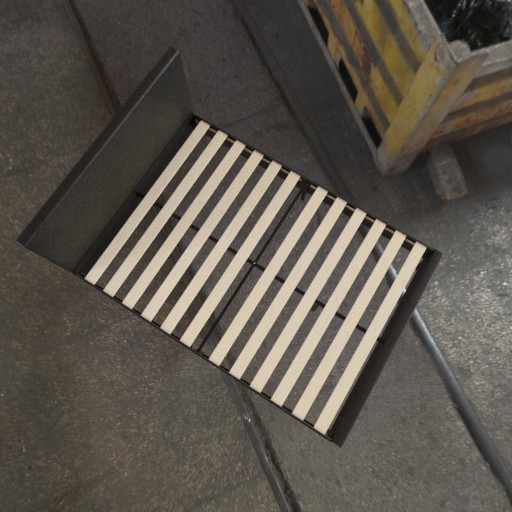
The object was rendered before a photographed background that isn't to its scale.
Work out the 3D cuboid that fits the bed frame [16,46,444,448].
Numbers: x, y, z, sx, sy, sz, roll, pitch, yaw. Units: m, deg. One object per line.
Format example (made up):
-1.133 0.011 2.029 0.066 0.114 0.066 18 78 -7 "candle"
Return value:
0.000 0.000 2.897 2.152 1.046 1.469 31 77 8 "bed frame"
